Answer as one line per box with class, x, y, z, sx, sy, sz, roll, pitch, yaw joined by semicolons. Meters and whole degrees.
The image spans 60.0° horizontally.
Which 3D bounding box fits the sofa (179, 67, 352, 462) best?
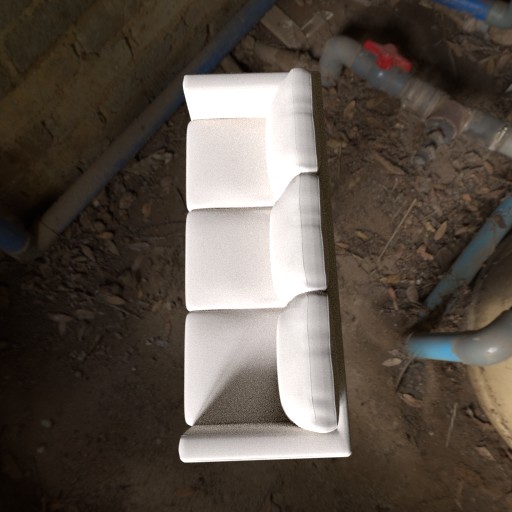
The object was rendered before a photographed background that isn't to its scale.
sofa;0.000;0.000;2.476;0.802;0.912;2.029;-2;75;0
